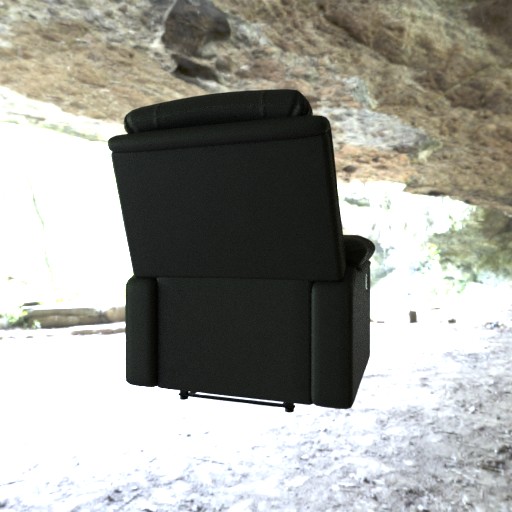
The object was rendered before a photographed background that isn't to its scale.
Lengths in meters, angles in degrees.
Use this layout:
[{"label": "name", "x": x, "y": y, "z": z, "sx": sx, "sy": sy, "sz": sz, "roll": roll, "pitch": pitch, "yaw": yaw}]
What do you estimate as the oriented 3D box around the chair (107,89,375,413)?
[{"label": "chair", "x": 0.000, "y": 0.000, "z": 1.707, "sx": 0.855, "sy": 0.992, "sz": 0.919, "roll": 0, "pitch": 0, "yaw": 19}]
